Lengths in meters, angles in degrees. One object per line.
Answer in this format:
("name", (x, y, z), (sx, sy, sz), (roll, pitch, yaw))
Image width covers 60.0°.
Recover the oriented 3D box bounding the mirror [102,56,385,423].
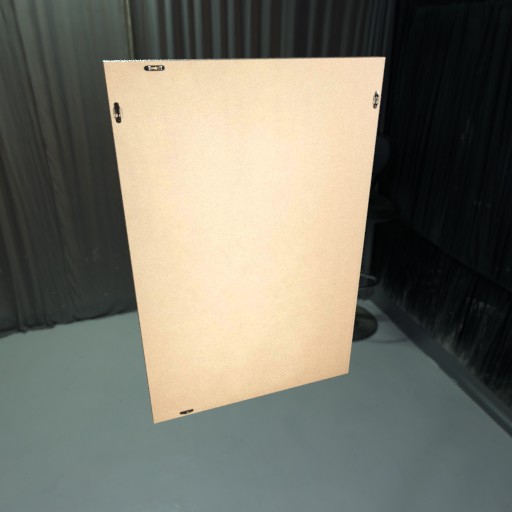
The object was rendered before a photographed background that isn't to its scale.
("mirror", (0.000, 0.000, 1.124), (0.609, 0.915, 0.041), (-9, 28, -18))
